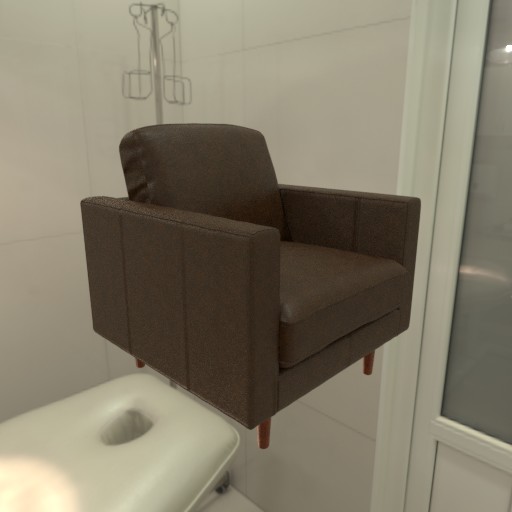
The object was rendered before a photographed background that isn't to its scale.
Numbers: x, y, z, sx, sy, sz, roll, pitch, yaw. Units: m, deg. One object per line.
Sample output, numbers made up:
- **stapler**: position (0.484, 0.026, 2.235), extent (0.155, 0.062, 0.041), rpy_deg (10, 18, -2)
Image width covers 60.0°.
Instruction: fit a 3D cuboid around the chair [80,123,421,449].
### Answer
- **chair**: position (0.000, 0.000, 1.645), extent (0.909, 0.956, 0.890), rpy_deg (14, 21, 43)
